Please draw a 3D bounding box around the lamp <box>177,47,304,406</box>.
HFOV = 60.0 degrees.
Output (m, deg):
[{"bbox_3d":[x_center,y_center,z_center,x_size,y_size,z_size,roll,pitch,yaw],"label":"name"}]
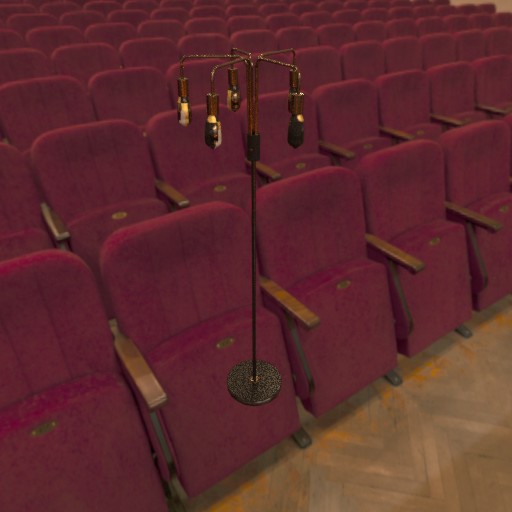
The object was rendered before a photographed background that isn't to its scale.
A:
[{"bbox_3d":[0.000,0.000,2.067,0.572,1.721,0.599,-20,37,-29],"label":"lamp"}]
